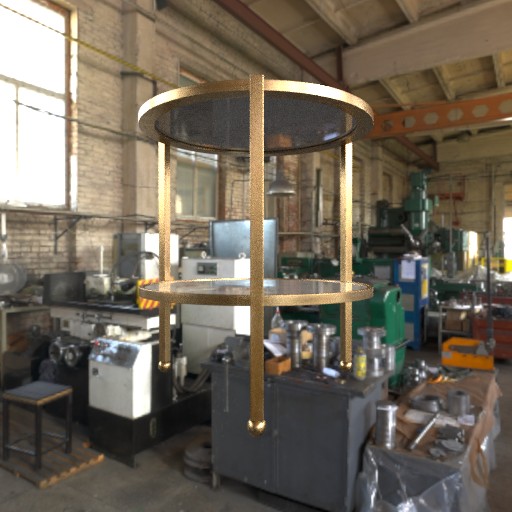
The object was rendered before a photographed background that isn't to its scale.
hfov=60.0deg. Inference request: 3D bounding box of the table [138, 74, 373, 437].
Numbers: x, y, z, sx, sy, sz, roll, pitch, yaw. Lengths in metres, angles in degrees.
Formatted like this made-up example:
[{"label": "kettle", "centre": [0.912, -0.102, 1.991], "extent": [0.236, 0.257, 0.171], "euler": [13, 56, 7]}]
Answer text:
[{"label": "table", "centre": [0.000, 0.000, 0.446], "extent": [0.231, 0.269, 0.243], "euler": [0, 0, 0]}]
